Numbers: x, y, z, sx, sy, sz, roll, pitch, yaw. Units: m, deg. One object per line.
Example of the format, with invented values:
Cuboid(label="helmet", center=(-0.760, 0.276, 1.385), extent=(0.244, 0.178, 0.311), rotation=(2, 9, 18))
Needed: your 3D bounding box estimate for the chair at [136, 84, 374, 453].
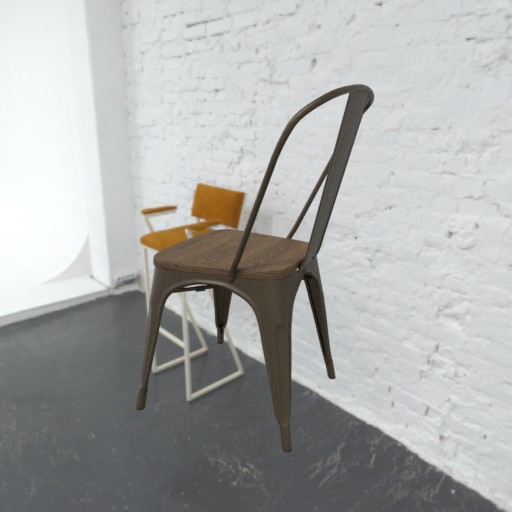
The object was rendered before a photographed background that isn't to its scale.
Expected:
Cuboid(label="chair", center=(0.000, 0.000, 1.190), extent=(0.532, 0.844, 0.451), rotation=(8, 19, 26))
